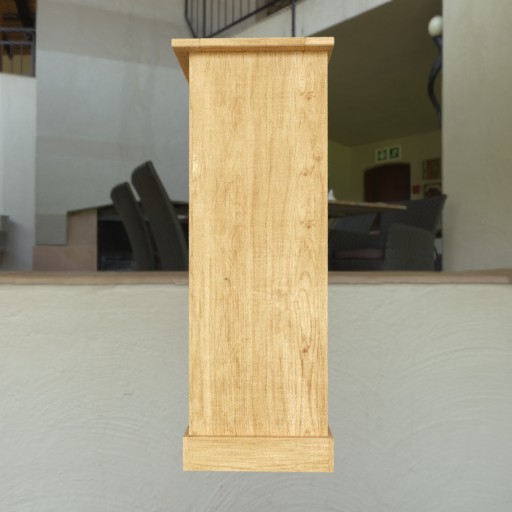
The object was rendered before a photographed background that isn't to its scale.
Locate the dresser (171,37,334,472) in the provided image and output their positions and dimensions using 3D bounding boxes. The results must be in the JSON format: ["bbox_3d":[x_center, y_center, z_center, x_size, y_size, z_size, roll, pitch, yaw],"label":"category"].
[{"bbox_3d":[0.000,0.000,1.770,0.485,1.300,0.915,0,0,1],"label":"dresser"}]
